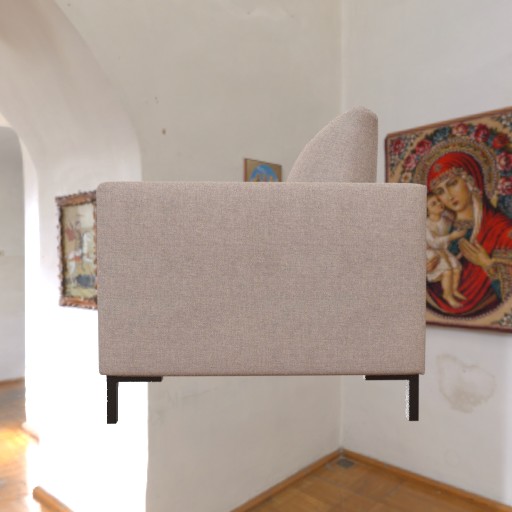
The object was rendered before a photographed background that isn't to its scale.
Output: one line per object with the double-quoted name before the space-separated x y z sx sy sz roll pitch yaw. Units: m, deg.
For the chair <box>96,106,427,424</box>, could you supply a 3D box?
"chair" 0.000 0.000 1.589 0.866 0.861 0.963 0 1 -1
